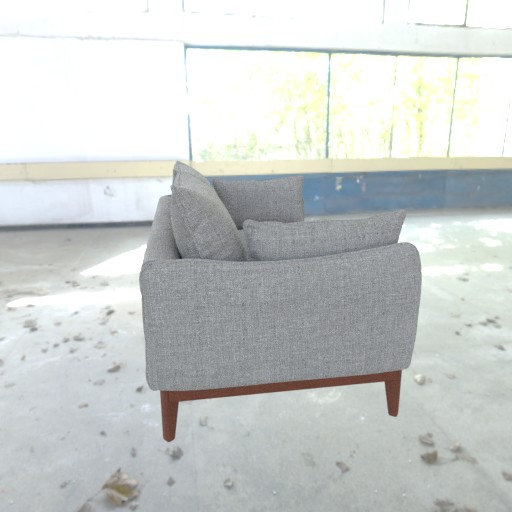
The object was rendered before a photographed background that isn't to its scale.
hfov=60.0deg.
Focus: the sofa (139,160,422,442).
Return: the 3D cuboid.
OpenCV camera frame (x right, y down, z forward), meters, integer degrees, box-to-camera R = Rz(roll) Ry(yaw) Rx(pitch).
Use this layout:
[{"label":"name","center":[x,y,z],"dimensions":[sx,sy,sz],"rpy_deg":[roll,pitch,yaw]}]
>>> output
[{"label":"sofa","center":[0.000,0.000,2.150],"dimensions":[0.972,0.851,1.580],"rpy_deg":[-3,16,-9]}]
